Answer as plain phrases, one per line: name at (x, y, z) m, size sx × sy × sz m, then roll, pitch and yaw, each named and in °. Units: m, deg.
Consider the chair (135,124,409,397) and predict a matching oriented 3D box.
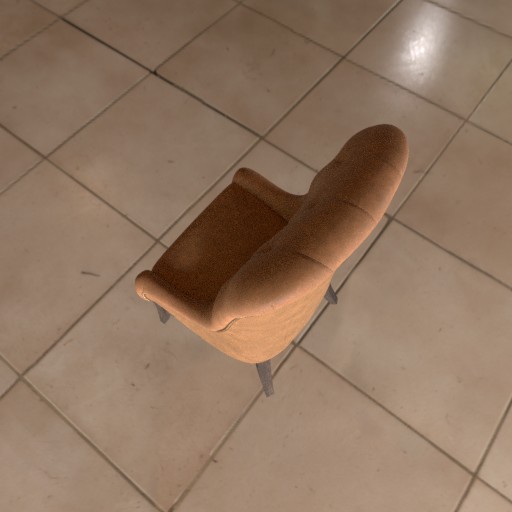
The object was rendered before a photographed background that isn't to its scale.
chair at (0.000, 0.000, 1.478) m, size 0.629 × 1.091 × 0.634 m, roll 34°, pitch 68°, yaw 16°
